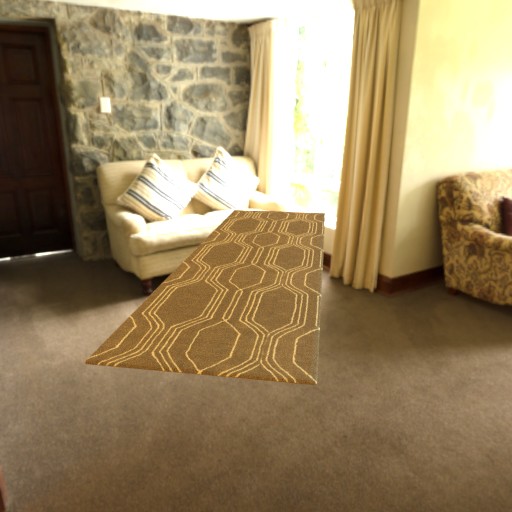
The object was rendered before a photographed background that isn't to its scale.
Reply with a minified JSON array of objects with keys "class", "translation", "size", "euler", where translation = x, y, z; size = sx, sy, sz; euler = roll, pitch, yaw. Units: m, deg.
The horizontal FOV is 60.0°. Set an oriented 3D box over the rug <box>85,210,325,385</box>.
[{"class":"rug","translation":[0.000,0.000,2.581],"size":[0.773,0.012,2.464],"euler":[3,18,9]}]
